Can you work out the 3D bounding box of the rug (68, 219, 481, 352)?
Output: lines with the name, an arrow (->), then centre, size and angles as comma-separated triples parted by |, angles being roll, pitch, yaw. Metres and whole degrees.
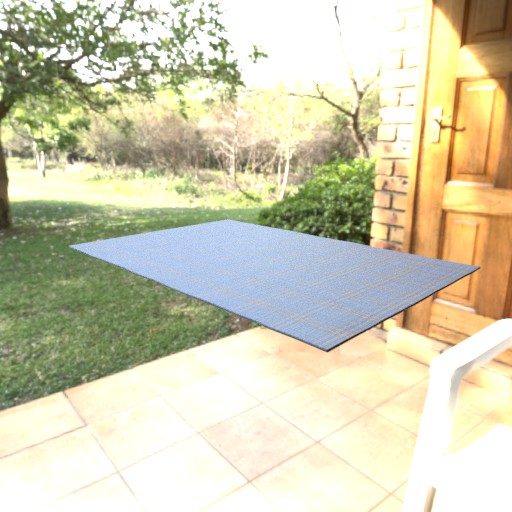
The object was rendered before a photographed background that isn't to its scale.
rug -> 0.000, 0.000, 2.333 | 1.231, 0.012, 1.835 | -14, 21, -43
